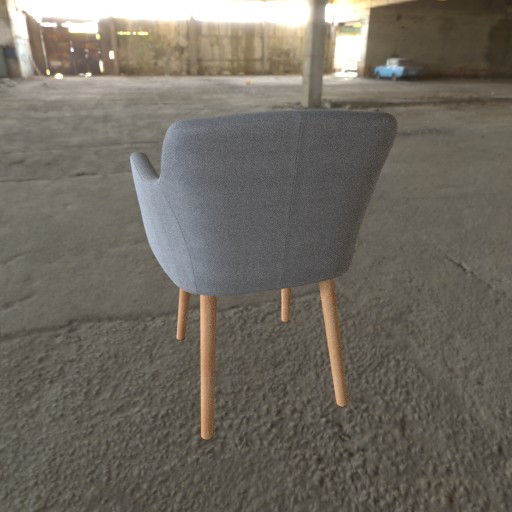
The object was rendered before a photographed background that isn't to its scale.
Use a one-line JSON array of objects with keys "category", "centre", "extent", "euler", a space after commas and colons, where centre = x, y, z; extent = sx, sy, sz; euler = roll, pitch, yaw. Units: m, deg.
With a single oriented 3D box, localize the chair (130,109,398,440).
[{"category": "chair", "centre": [0.000, 0.000, 1.165], "extent": [0.570, 0.780, 0.540], "euler": [-7, 25, -16]}]
